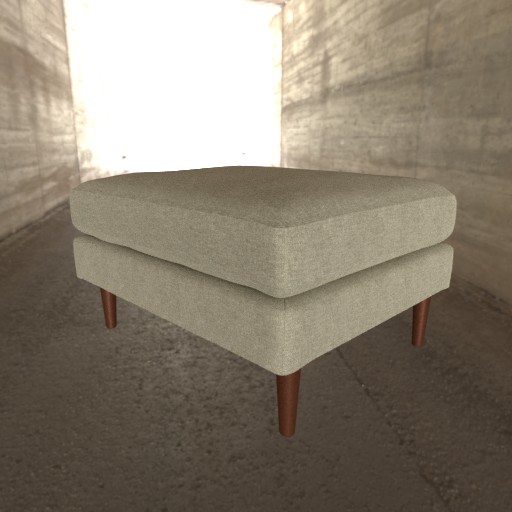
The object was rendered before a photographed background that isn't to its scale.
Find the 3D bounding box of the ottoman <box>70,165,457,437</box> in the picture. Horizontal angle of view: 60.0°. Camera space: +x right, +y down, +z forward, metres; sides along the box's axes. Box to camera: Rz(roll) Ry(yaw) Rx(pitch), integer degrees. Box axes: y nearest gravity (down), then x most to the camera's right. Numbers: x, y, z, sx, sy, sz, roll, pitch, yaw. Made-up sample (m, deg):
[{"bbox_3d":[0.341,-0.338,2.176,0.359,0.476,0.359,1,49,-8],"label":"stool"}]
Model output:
[{"bbox_3d":[0.000,0.000,1.230,0.693,0.474,0.821,-14,20,-43],"label":"ottoman"}]
